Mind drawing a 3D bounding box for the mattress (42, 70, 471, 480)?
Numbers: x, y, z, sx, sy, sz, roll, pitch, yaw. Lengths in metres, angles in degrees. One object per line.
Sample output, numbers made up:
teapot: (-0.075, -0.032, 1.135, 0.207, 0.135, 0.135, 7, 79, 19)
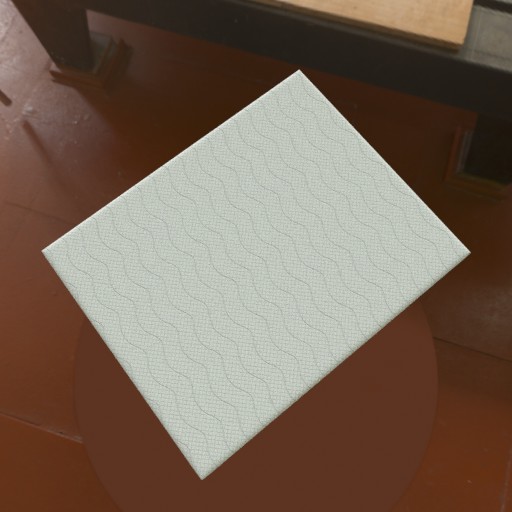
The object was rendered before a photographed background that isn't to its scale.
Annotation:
mattress: (0.000, 0.000, 2.735, 2.000, 0.230, 1.600, -38, 79, -9)
